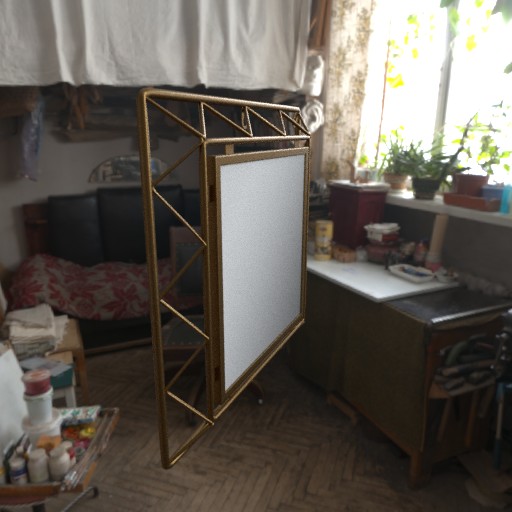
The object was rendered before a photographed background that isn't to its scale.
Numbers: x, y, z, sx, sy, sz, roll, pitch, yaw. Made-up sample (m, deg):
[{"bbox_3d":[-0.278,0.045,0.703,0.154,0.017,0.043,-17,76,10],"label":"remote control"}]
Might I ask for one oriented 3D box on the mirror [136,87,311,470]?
[{"bbox_3d":[0.000,0.000,0.621,0.046,0.414,0.416,7,17,24],"label":"mirror"}]
